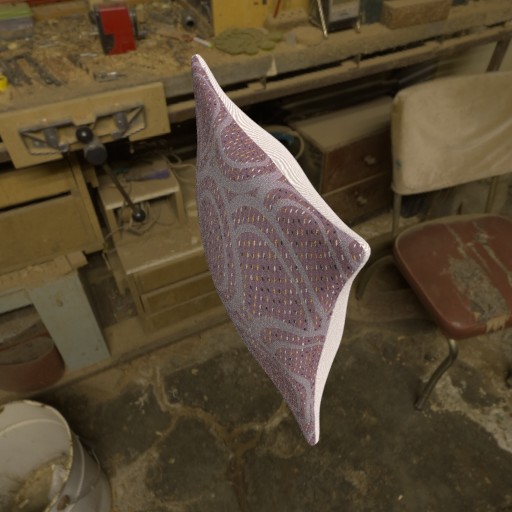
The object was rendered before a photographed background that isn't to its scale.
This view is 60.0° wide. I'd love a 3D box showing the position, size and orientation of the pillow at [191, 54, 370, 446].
[{"bbox_3d":[0.000,0.000,0.778,0.163,0.513,0.514,-18,49,-16],"label":"pillow"}]
